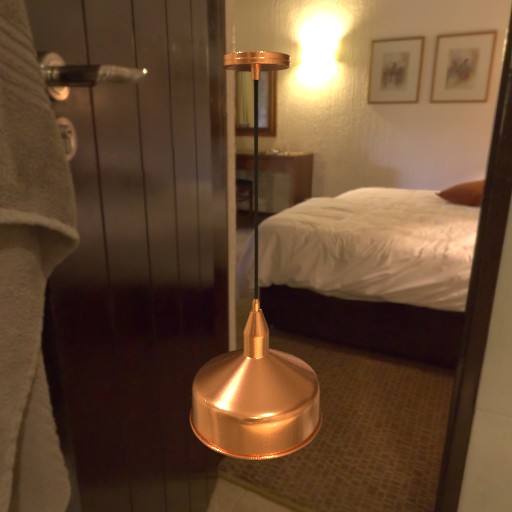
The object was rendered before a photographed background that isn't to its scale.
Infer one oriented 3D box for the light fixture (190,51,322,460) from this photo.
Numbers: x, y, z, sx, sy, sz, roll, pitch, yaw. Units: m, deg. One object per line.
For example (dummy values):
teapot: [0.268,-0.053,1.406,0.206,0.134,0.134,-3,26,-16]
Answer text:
light fixture: [0.000,0.000,0.911,0.301,0.754,0.301,-3,17,-9]
